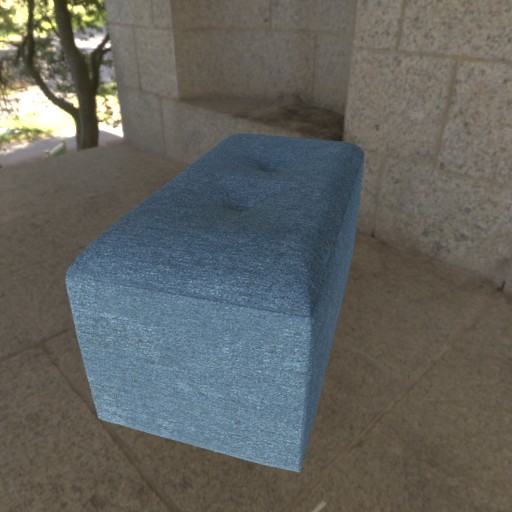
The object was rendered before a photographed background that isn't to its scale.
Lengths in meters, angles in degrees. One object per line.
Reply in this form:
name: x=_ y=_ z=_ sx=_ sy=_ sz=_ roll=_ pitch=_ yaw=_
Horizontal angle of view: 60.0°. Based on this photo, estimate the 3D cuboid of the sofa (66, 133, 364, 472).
sofa: x=0.000 y=0.000 z=1.208 sx=0.480 sy=0.470 sz=0.930 roll=9 pitch=32 yaw=15
